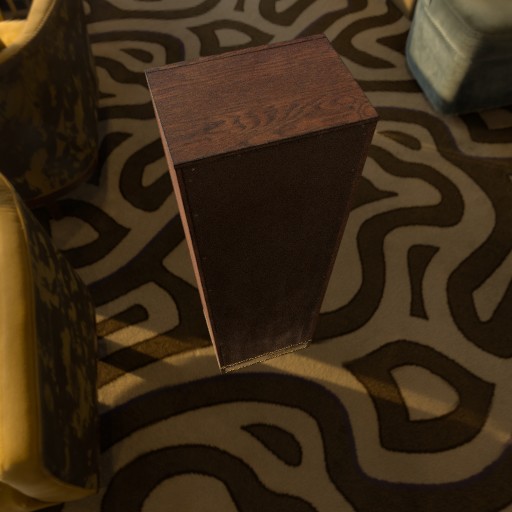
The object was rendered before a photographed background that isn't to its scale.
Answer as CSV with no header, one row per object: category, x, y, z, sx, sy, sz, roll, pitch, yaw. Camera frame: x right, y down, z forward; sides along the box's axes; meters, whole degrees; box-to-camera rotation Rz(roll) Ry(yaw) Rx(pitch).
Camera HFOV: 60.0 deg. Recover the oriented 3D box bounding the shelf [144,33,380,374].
shelf,0.000,0.000,1.922,0.539,1.732,0.395,-15,60,-9
